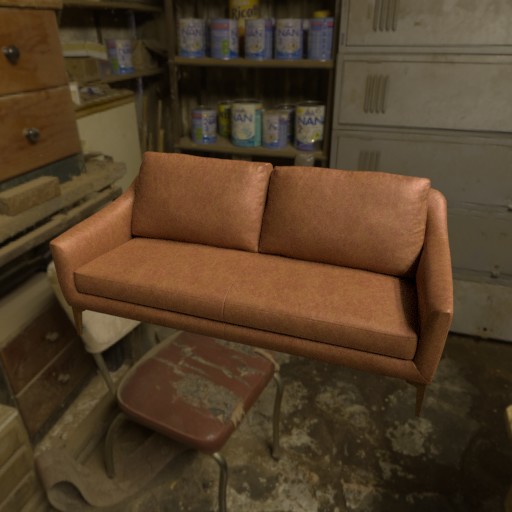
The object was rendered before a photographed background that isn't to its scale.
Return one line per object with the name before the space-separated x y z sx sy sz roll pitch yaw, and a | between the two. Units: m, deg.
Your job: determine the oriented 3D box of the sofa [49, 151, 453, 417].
sofa | 0.000 0.000 2.531 2.036 0.945 0.981 9 28 17
